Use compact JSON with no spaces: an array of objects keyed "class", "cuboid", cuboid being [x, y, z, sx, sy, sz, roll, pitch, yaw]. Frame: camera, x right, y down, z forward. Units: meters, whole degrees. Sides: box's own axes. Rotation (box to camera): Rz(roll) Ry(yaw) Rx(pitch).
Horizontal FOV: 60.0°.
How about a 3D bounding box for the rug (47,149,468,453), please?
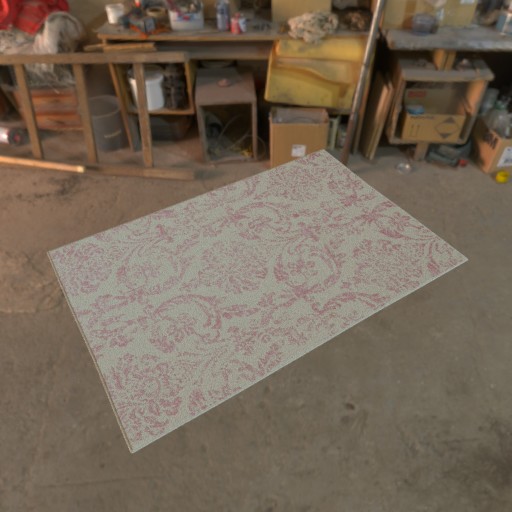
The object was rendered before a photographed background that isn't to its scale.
[{"class":"rug","cuboid":[0.000,0.000,2.316,1.839,0.012,1.219,-24,51,-22]}]
